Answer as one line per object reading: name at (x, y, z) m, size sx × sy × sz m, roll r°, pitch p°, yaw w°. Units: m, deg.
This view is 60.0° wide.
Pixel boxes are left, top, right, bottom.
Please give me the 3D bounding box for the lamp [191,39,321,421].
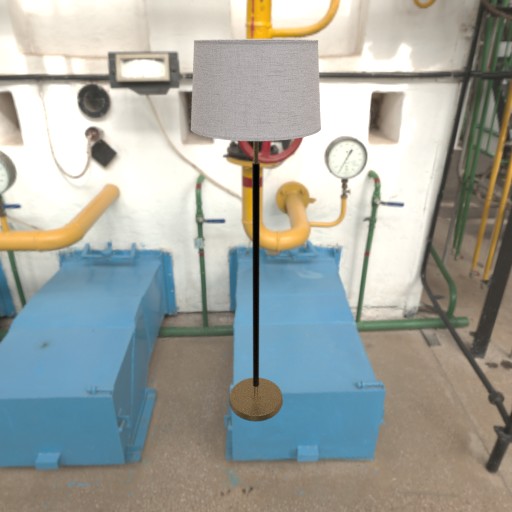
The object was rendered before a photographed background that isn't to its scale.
lamp at (0.000, 0.000, 1.651) m, size 0.420 × 1.447 × 0.420 m, roll 0°, pitch 27°, yaw 0°
